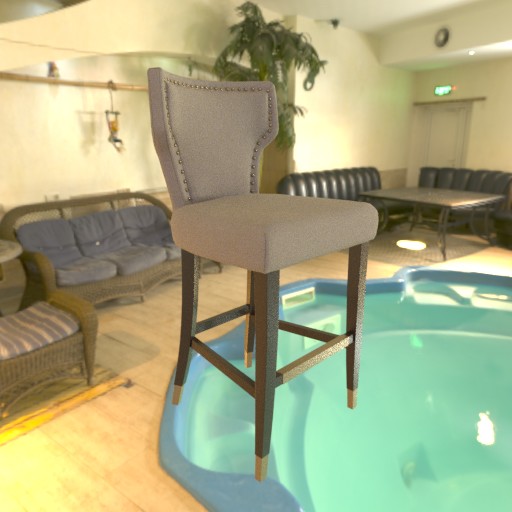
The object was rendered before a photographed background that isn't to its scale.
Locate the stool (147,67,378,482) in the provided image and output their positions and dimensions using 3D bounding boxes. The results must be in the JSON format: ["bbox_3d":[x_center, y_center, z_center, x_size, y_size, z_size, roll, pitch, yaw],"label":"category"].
[{"bbox_3d":[0.000,0.000,1.399,0.563,1.092,0.526,14,21,42],"label":"stool"}]
